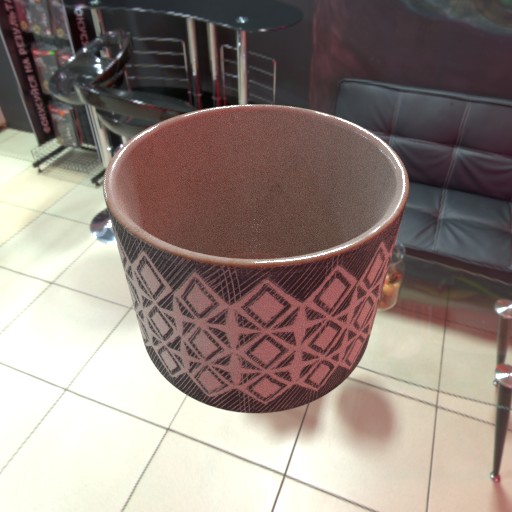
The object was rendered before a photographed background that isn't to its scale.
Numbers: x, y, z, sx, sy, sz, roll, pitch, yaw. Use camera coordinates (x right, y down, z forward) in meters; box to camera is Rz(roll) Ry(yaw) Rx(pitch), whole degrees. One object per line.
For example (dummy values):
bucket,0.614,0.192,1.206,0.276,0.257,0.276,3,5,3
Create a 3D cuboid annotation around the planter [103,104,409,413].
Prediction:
planter,0.000,0.000,0.223,0.126,0.104,0.126,0,42,0
